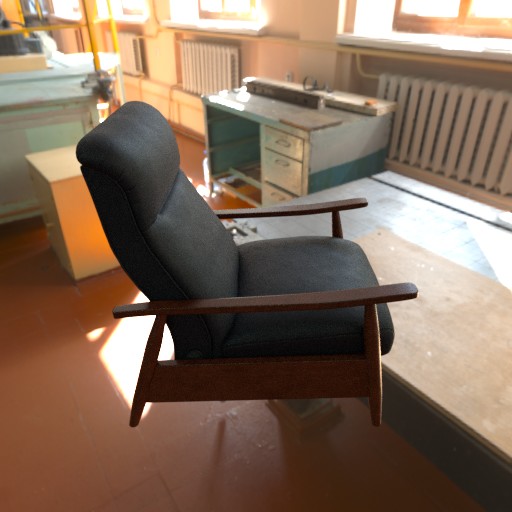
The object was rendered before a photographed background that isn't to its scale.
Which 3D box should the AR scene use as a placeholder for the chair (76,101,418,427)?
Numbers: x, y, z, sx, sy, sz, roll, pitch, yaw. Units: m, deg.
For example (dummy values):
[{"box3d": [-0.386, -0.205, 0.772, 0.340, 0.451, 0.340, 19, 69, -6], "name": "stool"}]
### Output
[{"box3d": [0.000, 0.000, 1.739, 1.014, 1.082, 0.762, 0, 30, 0], "name": "chair"}]
